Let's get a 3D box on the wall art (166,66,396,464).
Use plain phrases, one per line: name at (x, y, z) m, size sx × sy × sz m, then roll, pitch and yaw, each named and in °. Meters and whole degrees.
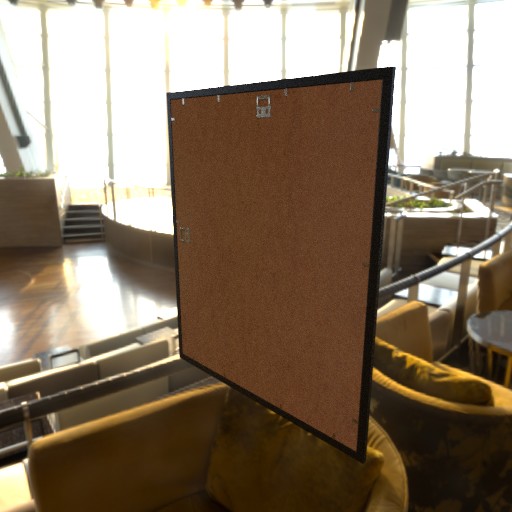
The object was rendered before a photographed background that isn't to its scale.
wall art at (0.000, 0.000, 0.902) m, size 0.018 × 0.660 × 0.559 m, roll -15°, pitch 21°, yaw -43°
